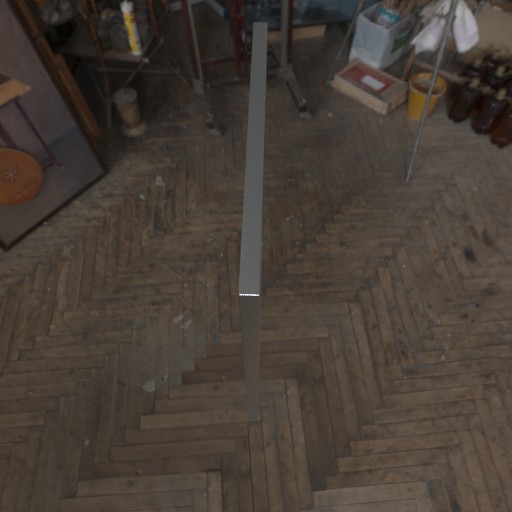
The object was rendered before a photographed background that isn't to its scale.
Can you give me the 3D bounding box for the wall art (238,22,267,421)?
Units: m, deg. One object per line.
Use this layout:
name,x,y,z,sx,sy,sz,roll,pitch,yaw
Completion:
wall art,0.000,0.000,1.416,0.037,1.062,0.801,1,59,1
